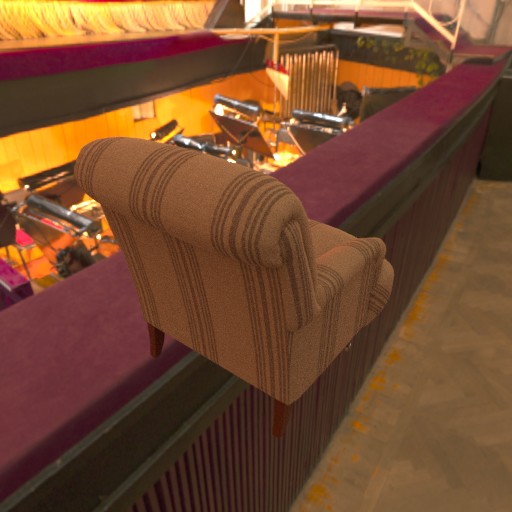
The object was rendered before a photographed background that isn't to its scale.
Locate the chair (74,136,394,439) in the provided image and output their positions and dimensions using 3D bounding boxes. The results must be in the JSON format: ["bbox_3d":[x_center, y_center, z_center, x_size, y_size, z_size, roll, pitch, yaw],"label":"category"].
[{"bbox_3d":[0.000,0.000,1.614,0.813,0.940,0.914,22,37,32],"label":"chair"}]
